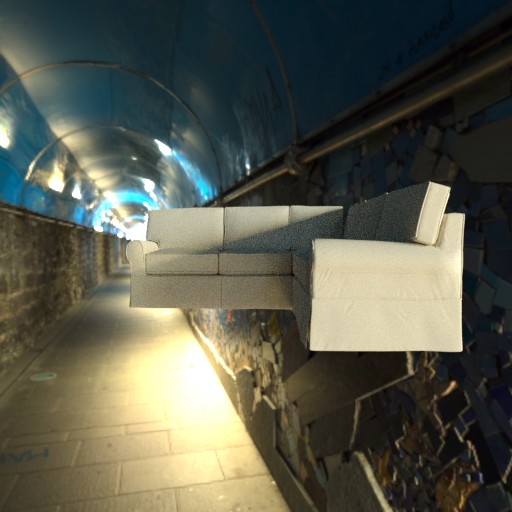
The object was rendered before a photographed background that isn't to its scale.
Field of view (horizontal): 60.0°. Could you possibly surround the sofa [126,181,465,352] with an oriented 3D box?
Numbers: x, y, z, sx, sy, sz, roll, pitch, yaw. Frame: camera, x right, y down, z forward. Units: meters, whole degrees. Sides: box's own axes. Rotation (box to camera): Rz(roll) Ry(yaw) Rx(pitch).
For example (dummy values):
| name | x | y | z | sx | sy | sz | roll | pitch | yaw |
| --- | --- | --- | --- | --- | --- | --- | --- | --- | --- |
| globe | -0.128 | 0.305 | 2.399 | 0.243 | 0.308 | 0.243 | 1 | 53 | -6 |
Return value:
| name | x | y | z | sx | sy | sz | roll | pitch | yaw |
| --- | --- | --- | --- | --- | --- | --- | --- | --- | --- |
| sofa | 0.000 | 0.000 | 3.956 | 2.591 | 1.070 | 2.597 | 0 | 2 | 1 |
